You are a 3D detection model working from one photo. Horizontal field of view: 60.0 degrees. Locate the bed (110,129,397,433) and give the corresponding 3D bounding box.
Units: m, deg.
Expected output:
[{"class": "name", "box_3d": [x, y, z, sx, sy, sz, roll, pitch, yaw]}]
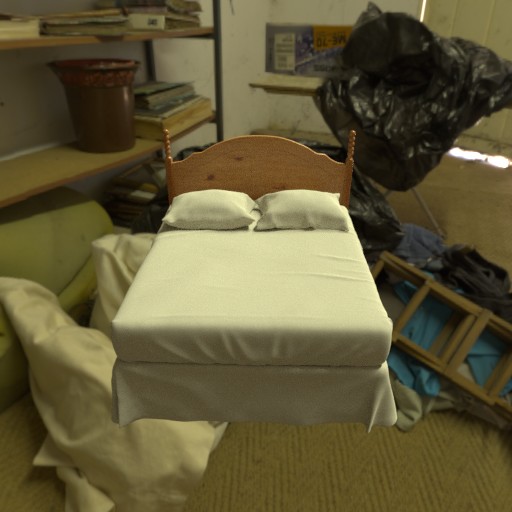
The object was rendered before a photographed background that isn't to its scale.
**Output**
[{"class": "bed", "box_3d": [0.000, 0.000, 3.256, 1.873, 1.356, 2.040, 1, 30, 1]}]
